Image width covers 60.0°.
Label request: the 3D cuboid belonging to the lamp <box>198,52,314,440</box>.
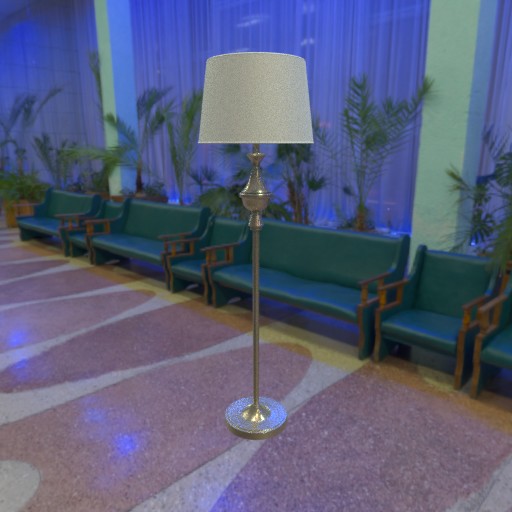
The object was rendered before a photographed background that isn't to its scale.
[{"bbox_3d":[0.000,0.000,1.765,0.431,1.488,0.431,0,14,0],"label":"lamp"}]
